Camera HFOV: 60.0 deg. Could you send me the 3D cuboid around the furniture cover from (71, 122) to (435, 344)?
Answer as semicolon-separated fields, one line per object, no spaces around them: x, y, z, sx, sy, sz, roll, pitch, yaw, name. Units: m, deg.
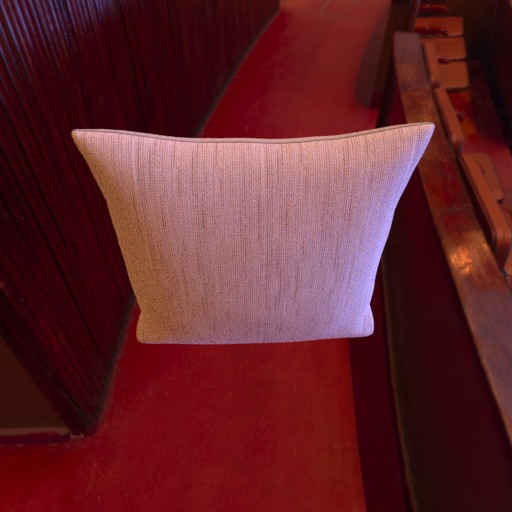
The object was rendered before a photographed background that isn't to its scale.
0.000;0.000;0.789;0.512;0.506;0.178;-2;46;-2;furniture cover
